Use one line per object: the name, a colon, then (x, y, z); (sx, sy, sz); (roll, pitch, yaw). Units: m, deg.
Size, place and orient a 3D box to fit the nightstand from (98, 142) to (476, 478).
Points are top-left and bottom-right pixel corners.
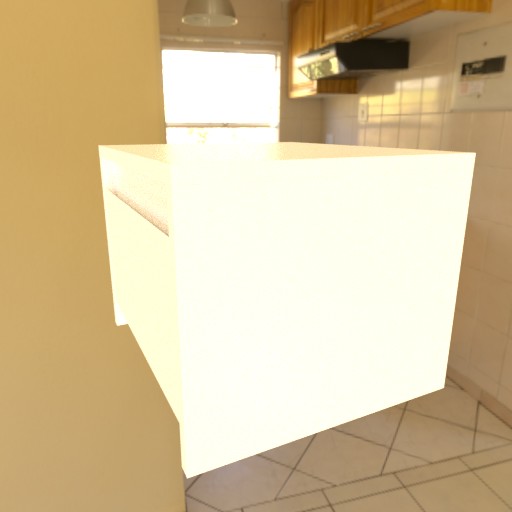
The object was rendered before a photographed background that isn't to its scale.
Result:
nightstand: (0.000, 0.000, 0.743); (0.408, 0.351, 0.470); (-8, 18, -25)
